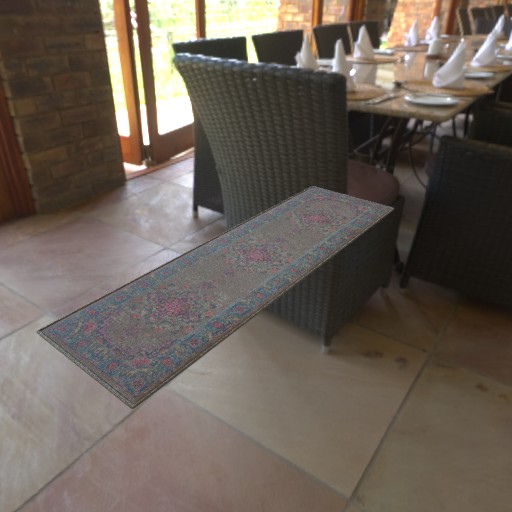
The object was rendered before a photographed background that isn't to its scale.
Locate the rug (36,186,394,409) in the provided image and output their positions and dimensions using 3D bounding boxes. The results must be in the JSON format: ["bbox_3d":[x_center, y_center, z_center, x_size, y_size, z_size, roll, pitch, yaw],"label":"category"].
[{"bbox_3d":[0.000,0.000,2.048,0.553,0.012,1.827,22,37,33],"label":"rug"}]
